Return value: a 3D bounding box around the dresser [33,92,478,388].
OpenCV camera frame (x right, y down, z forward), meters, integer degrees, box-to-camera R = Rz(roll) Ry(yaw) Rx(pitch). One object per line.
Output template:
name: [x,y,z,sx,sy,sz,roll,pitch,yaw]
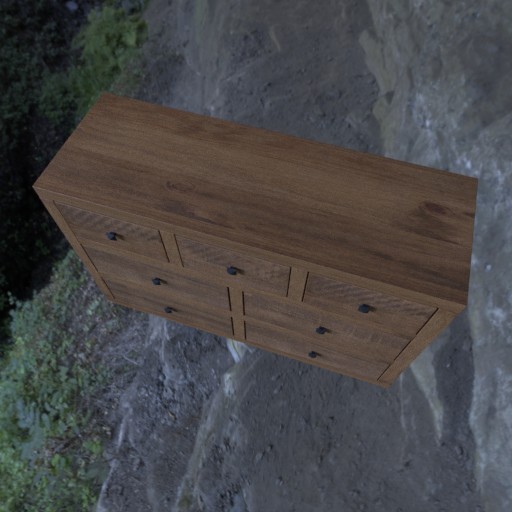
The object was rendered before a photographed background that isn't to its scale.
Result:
dresser: [0.000,0.000,1.672,1.261,0.825,0.479,16,60,9]
